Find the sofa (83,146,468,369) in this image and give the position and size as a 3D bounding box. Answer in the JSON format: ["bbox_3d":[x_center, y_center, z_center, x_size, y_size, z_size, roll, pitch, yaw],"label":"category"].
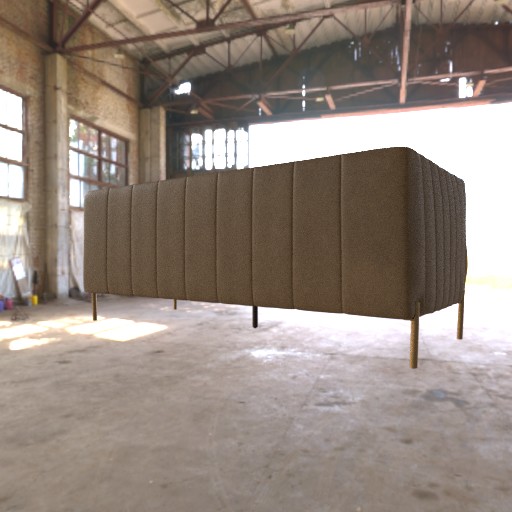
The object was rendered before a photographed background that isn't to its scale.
[{"bbox_3d":[0.000,0.000,2.392,1.980,0.779,0.876,0,0,36],"label":"sofa"}]
